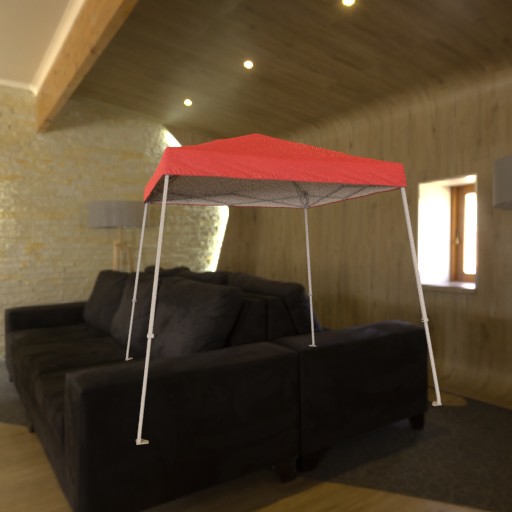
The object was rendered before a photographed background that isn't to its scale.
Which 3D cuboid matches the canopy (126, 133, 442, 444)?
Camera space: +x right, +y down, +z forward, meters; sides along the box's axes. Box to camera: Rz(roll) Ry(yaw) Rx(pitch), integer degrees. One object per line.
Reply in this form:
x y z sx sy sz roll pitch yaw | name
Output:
0.000 0.000 6.535 3.599 3.600 3.600 0 1 -18 | canopy
